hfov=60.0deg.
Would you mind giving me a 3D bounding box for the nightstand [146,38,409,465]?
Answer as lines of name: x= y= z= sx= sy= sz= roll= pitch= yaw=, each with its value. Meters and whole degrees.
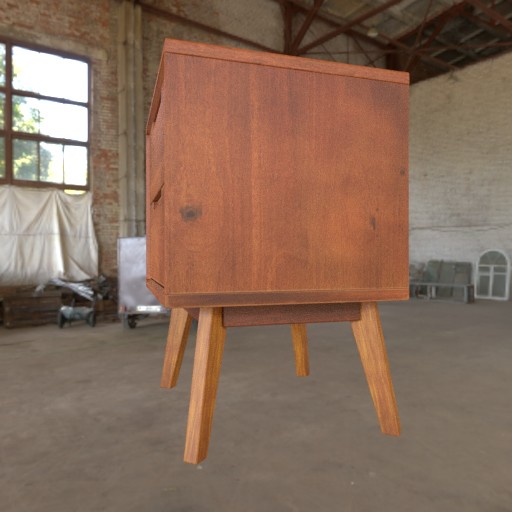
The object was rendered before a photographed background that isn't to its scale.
nightstand: x=0.000 y=0.000 z=0.907 sx=0.411 sy=0.618 sz=0.460 roll=0 pitch=0 yaw=-17
